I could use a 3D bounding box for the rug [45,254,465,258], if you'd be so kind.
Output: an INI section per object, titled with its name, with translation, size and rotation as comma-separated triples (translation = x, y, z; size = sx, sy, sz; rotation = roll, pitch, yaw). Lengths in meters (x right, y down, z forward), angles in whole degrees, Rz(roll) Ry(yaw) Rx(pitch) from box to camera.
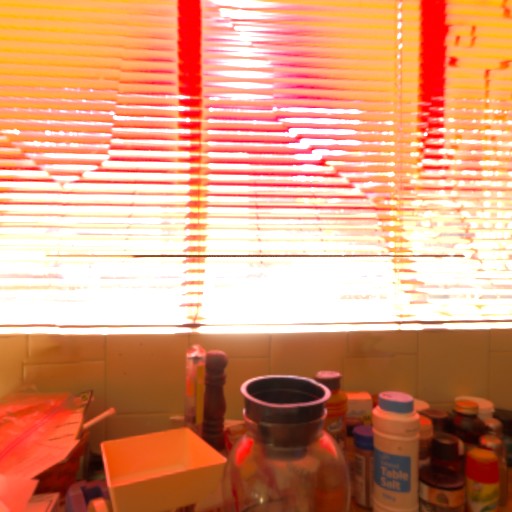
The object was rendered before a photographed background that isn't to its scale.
[rug]
translation = 0.000, 0.000, 2.752
size = 2.134, 0.013, 1.524
rotation = 0, 0, -36
